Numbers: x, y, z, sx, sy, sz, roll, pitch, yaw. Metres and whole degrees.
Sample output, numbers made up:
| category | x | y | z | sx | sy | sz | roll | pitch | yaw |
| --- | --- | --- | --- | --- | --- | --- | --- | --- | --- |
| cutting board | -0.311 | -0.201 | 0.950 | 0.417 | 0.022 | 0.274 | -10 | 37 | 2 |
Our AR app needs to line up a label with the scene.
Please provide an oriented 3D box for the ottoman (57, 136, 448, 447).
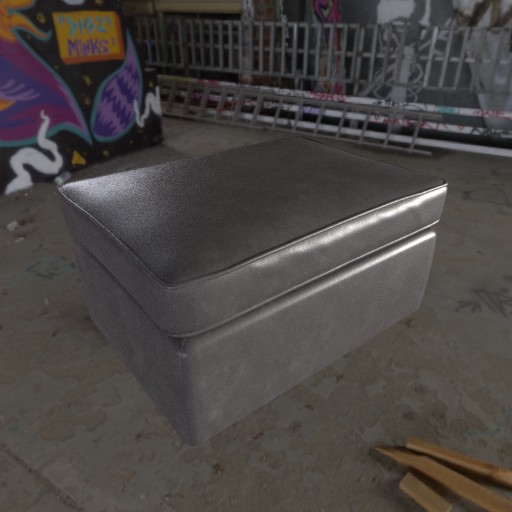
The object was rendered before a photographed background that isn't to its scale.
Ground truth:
| category | x | y | z | sx | sy | sz | roll | pitch | yaw |
| --- | --- | --- | --- | --- | --- | --- | --- | --- | --- |
| ottoman | 0.000 | 0.000 | 1.111 | 0.756 | 0.445 | 0.554 | -21 | 35 | -33 |
